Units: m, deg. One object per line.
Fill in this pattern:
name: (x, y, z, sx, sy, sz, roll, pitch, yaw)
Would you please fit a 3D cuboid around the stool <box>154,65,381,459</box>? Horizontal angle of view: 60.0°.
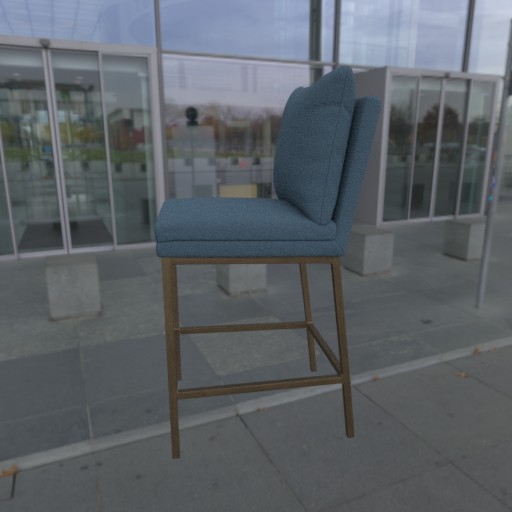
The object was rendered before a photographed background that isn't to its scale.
stool: (0.000, 0.000, 1.356, 0.568, 1.032, 0.463, -2, 14, -8)
